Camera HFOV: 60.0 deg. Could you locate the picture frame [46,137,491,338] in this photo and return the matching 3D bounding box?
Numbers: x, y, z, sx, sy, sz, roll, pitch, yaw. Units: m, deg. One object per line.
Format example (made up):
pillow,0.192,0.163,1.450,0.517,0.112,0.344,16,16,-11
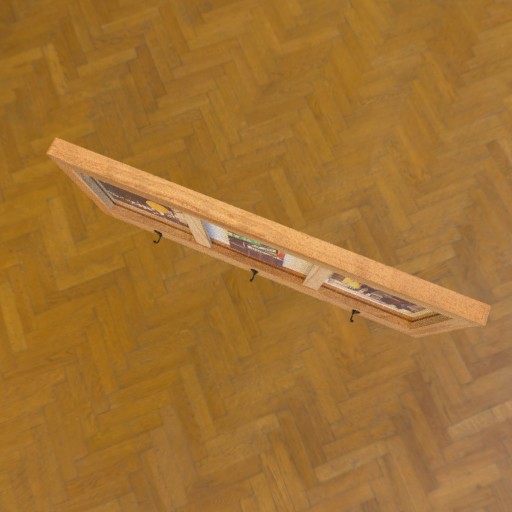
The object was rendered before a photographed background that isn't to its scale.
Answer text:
picture frame,0.000,0.000,0.660,0.582,0.234,0.045,22,77,5
